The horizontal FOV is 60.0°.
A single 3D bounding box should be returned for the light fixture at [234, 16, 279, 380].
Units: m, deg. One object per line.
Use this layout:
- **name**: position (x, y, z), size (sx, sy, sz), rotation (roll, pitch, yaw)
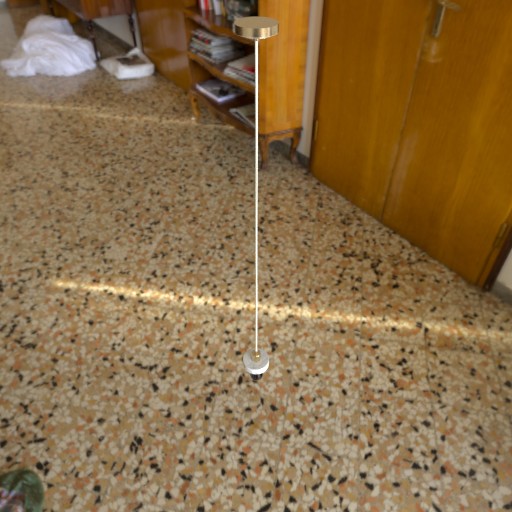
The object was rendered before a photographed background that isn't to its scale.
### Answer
- **light fixture**: position (0.000, 0.000, 1.738), size (0.129, 1.669, 0.129), rotation (14, 43, 15)
